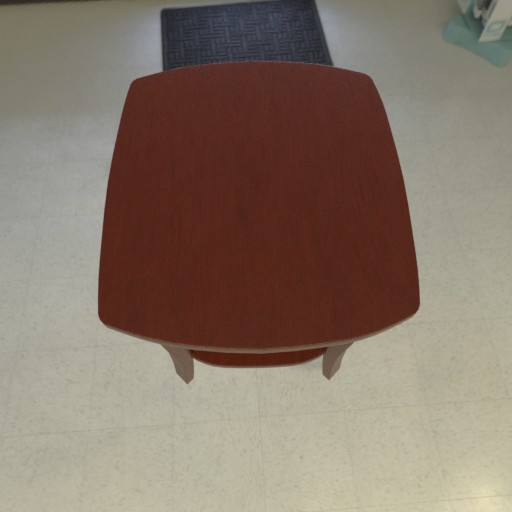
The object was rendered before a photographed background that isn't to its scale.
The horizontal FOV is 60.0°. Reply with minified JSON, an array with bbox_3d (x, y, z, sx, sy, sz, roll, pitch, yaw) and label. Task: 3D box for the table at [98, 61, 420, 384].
[{"bbox_3d":[0.000,0.000,0.869,0.433,0.496,0.502,-1,63,-1],"label":"table"}]
